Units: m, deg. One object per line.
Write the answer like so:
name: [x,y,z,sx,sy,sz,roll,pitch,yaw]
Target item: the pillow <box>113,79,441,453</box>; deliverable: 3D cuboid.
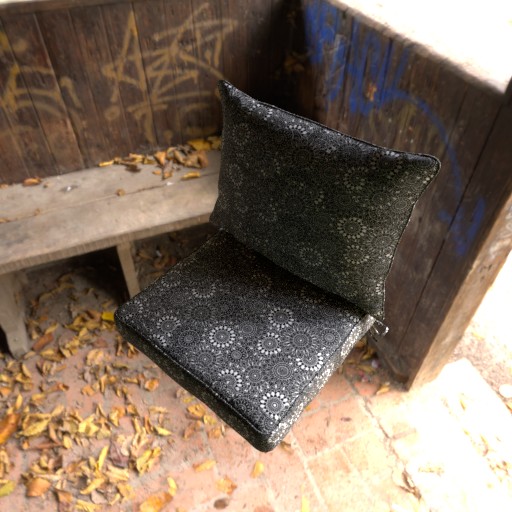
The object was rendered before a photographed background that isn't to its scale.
pillow: [0.000,0.000,1.383,0.798,0.722,0.740,30,53,26]
